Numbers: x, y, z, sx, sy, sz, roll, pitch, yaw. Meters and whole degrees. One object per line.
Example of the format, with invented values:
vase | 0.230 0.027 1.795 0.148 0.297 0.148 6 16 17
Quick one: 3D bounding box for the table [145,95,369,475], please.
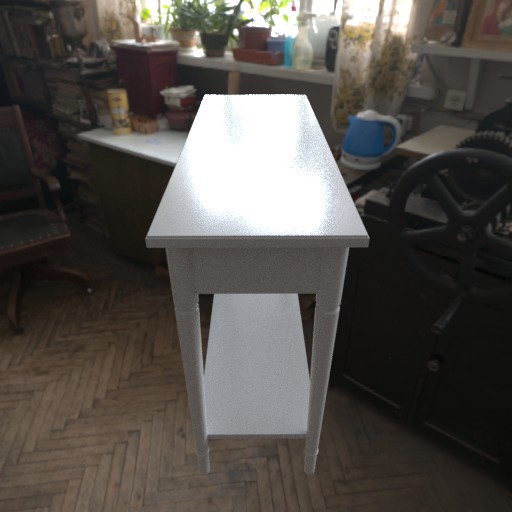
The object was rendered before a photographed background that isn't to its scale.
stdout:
table | 0.000 0.000 1.401 0.381 0.749 1.067 0 32 0
